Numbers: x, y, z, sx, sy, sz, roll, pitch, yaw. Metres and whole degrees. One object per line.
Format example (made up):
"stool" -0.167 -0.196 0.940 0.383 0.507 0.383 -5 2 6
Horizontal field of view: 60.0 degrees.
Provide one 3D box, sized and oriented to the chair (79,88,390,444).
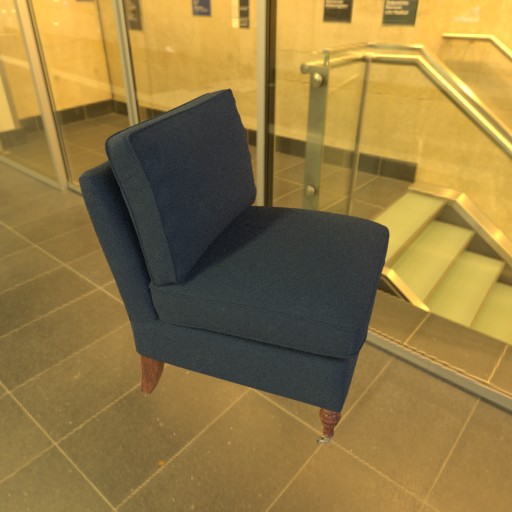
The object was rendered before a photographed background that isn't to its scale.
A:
"chair" 0.000 0.000 1.662 0.912 1.052 0.724 11 33 18
